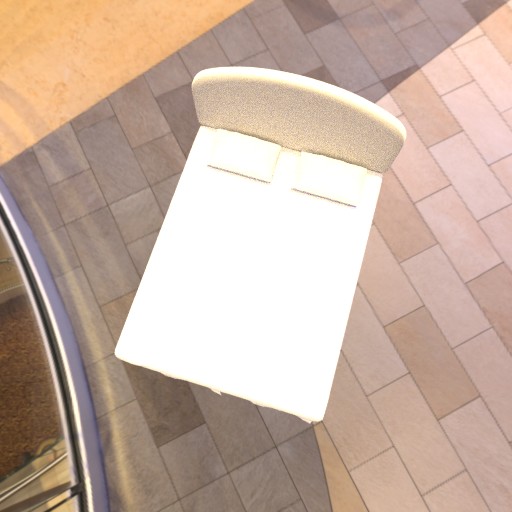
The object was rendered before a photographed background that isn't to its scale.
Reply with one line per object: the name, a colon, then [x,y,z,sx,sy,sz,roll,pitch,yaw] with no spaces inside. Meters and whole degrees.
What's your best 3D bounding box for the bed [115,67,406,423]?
bed: [0.000,0.000,3.138,1.607,1.410,2.005,16,75,4]
